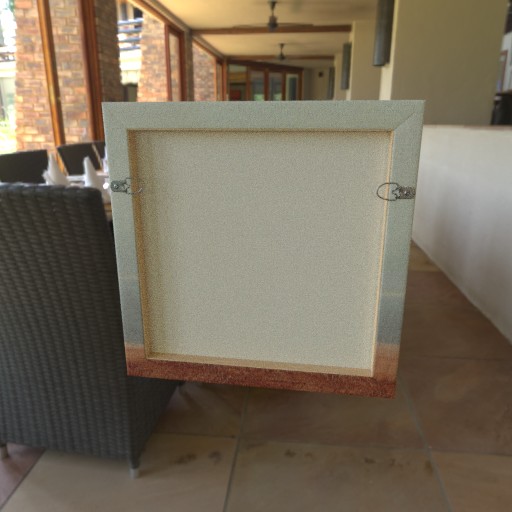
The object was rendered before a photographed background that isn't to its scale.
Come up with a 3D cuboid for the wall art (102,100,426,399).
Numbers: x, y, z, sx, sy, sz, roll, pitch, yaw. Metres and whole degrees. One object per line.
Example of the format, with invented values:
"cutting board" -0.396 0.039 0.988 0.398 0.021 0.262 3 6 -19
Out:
"wall art" 0.000 0.000 0.614 0.405 0.405 0.023 3 17 8
